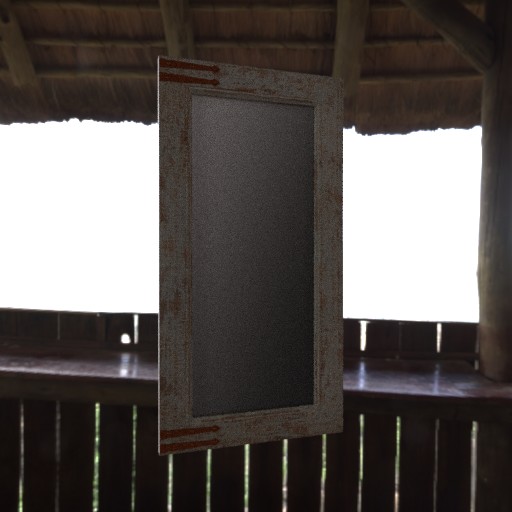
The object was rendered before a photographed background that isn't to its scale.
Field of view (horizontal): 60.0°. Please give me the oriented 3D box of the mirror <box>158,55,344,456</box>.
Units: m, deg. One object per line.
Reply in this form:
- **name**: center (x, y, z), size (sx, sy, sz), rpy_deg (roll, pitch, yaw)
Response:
- **mirror**: center (0.000, 0.000, 1.097), size (0.472, 0.922, 0.027), rpy_deg (0, 1, -17)
